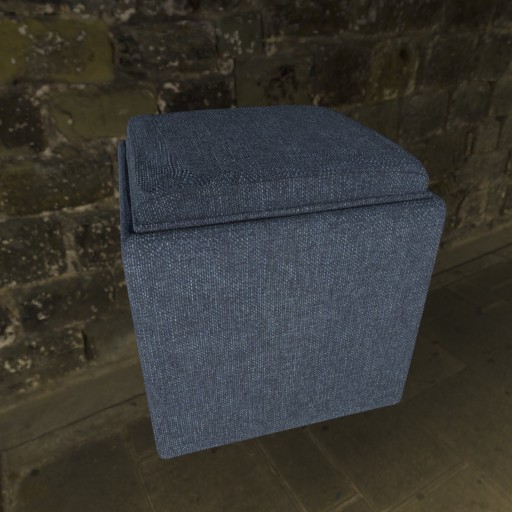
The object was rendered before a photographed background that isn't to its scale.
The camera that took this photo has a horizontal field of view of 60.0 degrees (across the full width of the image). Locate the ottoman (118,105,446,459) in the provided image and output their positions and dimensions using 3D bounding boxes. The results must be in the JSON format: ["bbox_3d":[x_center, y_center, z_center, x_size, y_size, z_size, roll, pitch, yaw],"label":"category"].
[{"bbox_3d":[0.000,0.000,0.840,0.454,0.493,0.436,-8,32,-13],"label":"ottoman"}]
